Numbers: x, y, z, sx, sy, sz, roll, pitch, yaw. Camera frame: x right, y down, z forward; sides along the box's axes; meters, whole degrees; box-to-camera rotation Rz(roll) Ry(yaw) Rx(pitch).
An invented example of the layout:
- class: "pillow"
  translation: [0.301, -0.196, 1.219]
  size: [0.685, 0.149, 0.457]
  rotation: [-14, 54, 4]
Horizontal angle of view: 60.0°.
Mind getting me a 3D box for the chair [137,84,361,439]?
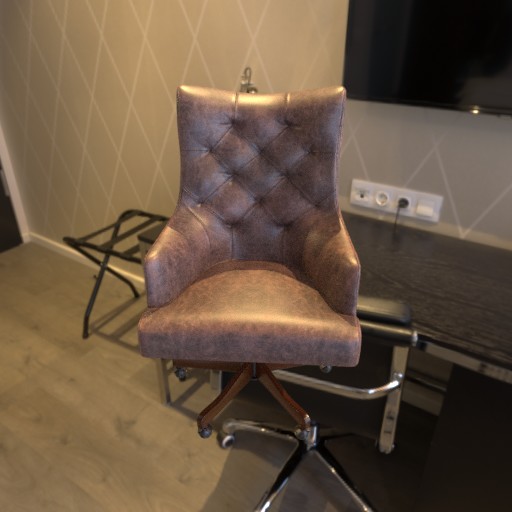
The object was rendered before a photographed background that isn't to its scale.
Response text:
- class: "chair"
  translation: [0.000, 0.000, 1.518]
  size: [0.641, 1.035, 0.762]
  rotation: [2, 28, 3]
